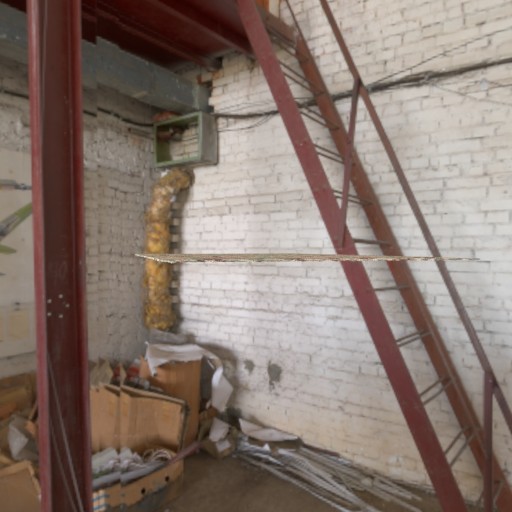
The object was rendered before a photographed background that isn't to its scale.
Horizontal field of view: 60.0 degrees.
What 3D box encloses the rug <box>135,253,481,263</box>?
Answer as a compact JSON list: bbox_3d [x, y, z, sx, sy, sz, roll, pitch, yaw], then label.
[{"bbox_3d":[0.000,0.000,3.031,1.524,0.011,2.438,0,1,-18],"label":"rug"}]
